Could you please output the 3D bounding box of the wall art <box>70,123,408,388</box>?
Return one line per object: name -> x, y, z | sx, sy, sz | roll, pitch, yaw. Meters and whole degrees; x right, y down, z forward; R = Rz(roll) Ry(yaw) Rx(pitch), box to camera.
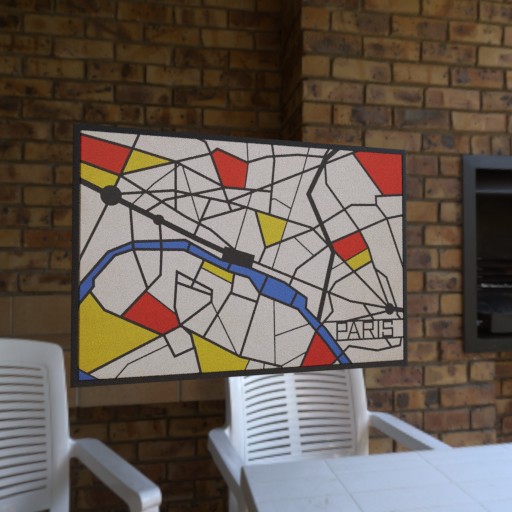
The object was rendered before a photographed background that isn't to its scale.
wall art -> 0.000, 0.000, 1.247 | 0.963, 0.665, 0.013 | 0, -1, -15
